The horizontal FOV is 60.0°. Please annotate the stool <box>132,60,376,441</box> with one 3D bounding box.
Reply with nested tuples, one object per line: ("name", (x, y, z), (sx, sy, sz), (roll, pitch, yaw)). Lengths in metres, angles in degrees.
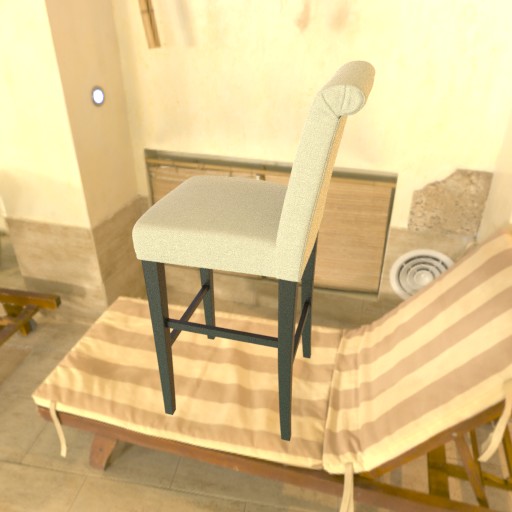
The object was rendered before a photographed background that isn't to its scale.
("stool", (0.000, 0.000, 1.418), (0.597, 1.124, 0.452), (8, 31, 13))
